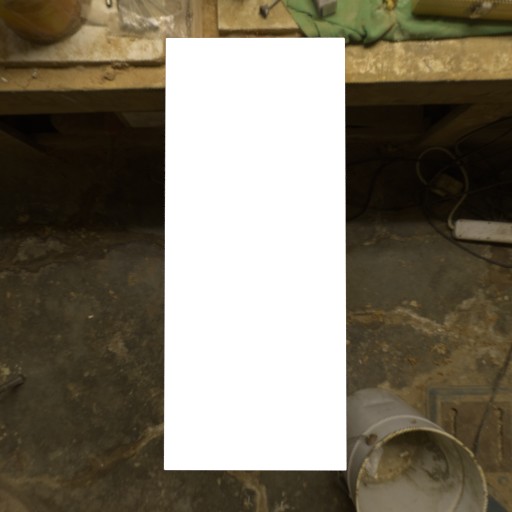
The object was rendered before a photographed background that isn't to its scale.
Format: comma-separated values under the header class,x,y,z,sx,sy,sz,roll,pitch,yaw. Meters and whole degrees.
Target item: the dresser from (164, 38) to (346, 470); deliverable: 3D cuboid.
class,x,y,z,sx,sy,sz,roll,pitch,yaw
dresser,0.000,0.000,1.627,0.460,1.000,1.100,0,89,0
